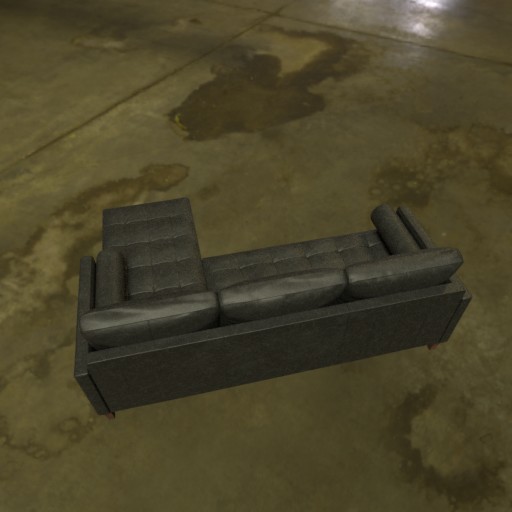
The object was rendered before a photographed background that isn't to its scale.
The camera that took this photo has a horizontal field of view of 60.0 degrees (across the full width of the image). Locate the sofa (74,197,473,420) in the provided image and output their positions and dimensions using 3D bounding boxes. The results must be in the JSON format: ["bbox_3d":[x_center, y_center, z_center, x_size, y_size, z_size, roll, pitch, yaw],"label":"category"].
[{"bbox_3d":[0.000,0.000,2.934,2.178,0.876,1.497,-10,47,-9],"label":"sofa"}]
